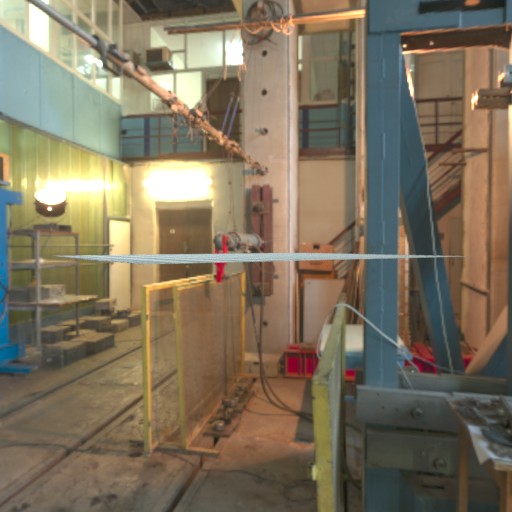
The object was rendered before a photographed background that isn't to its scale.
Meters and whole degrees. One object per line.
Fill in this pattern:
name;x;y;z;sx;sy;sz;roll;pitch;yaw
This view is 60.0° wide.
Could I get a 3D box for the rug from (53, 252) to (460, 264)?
rug;0.000;0.000;4.225;3.201;0.005;2.439;-1;2;-34
